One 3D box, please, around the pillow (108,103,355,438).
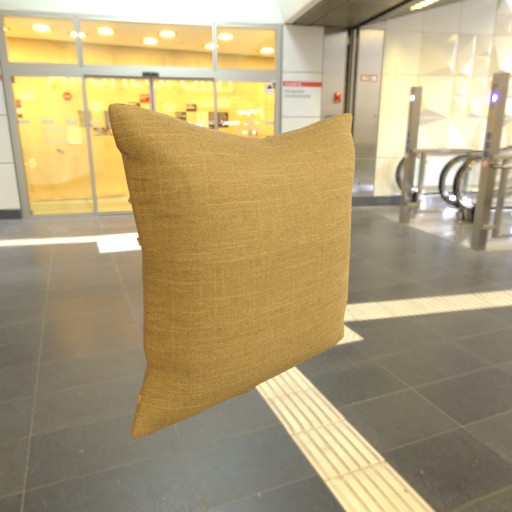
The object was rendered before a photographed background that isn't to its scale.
[{"bbox_3d":[0.000,0.000,0.636,0.424,0.400,0.169,-14,21,-40],"label":"pillow"}]
